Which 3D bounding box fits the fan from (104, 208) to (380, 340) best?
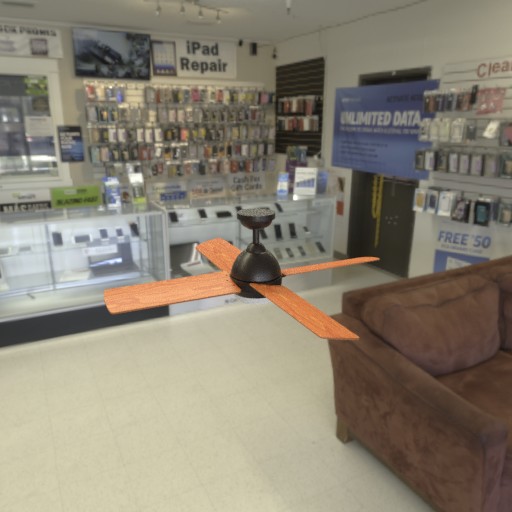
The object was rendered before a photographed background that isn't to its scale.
[{"bbox_3d":[0.000,0.000,2.005,1.332,0.403,1.332,-8,19,-24],"label":"fan"}]
